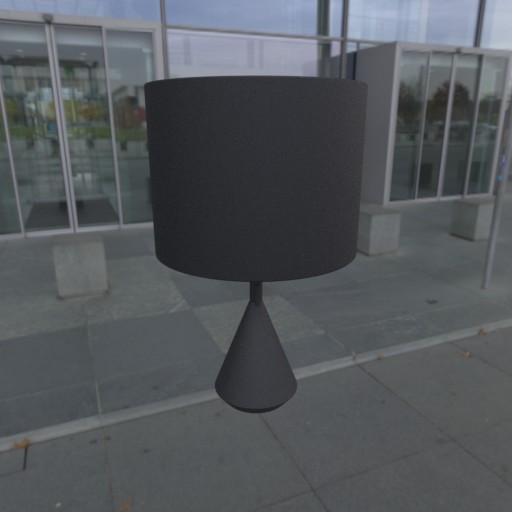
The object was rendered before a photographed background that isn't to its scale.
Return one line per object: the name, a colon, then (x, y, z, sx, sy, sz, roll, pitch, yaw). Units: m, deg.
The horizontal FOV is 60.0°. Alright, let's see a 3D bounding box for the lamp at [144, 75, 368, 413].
lamp: (0.000, 0.000, 0.814, 0.359, 0.584, 0.359, -2, 17, -8)
